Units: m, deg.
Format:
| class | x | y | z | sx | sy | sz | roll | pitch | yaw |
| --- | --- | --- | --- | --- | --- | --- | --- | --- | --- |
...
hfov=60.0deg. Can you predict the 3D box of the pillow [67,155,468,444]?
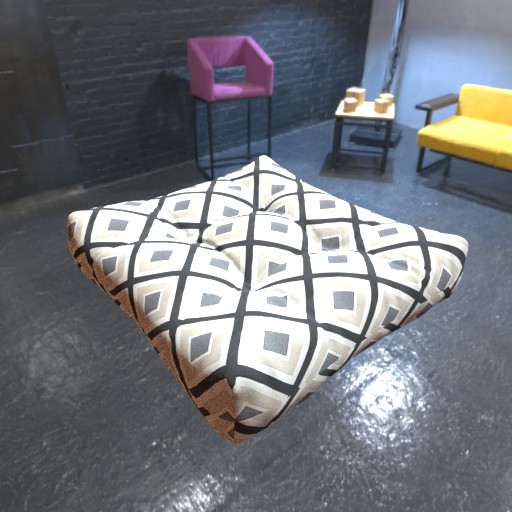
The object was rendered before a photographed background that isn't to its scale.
| class | x | y | z | sx | sy | sz | roll | pitch | yaw |
| --- | --- | --- | --- | --- | --- | --- | --- | --- | --- |
| pillow | 0.000 | 0.000 | 0.727 | 0.468 | 0.128 | 0.490 | -24 | 40 | -32 |
